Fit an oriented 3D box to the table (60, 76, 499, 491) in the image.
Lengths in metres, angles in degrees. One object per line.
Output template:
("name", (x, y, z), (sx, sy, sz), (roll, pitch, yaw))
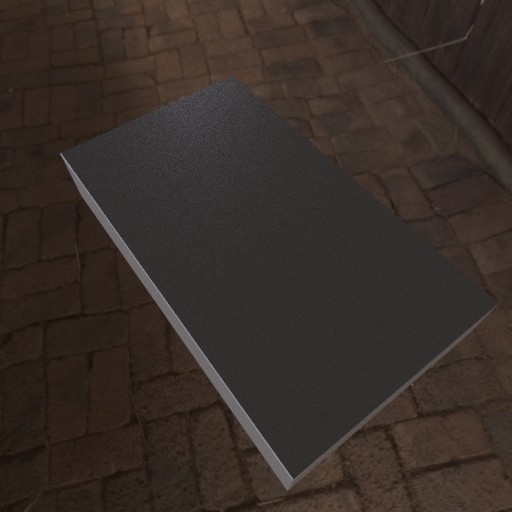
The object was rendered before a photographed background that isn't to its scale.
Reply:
("table", (0.000, 0.000, 1.470), (0.703, 0.404, 1.201), (-32, 62, -19))
